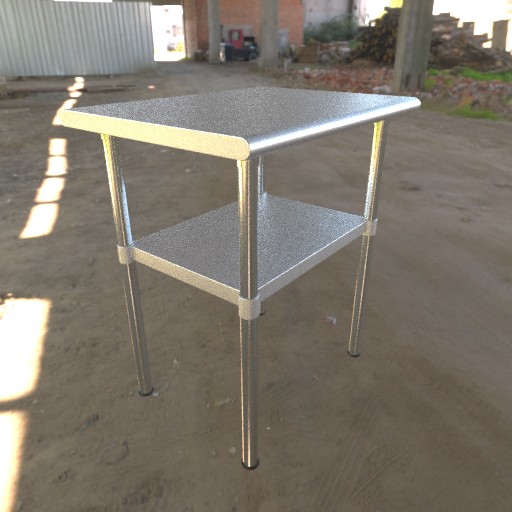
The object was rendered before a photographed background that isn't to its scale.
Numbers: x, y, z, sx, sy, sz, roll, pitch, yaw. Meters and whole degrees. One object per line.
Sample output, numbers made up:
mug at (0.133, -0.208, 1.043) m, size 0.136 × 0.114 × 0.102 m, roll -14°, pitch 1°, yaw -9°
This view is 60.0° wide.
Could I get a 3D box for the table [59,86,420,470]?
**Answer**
table at (0.000, 0.000, 1.331) m, size 0.584 × 0.876 × 0.762 m, roll 19°, pitch 32°, yaw 34°
